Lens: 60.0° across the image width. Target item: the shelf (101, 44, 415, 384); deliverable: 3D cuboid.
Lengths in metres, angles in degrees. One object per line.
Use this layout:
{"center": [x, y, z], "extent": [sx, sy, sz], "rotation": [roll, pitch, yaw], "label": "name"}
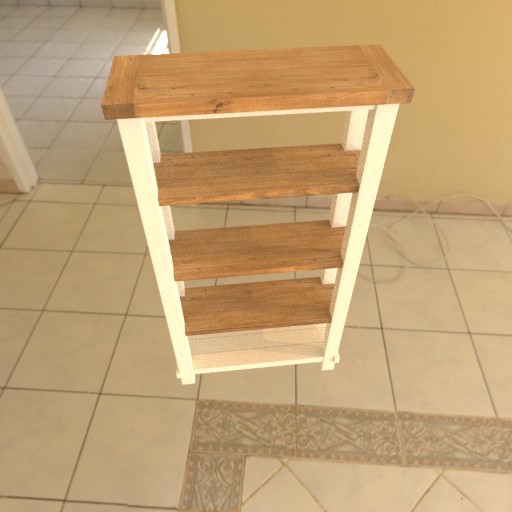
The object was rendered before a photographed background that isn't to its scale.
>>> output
{"center": [0.000, 0.000, 2.236], "extent": [1.022, 1.878, 0.381], "rotation": [-5, 46, -4], "label": "shelf"}
